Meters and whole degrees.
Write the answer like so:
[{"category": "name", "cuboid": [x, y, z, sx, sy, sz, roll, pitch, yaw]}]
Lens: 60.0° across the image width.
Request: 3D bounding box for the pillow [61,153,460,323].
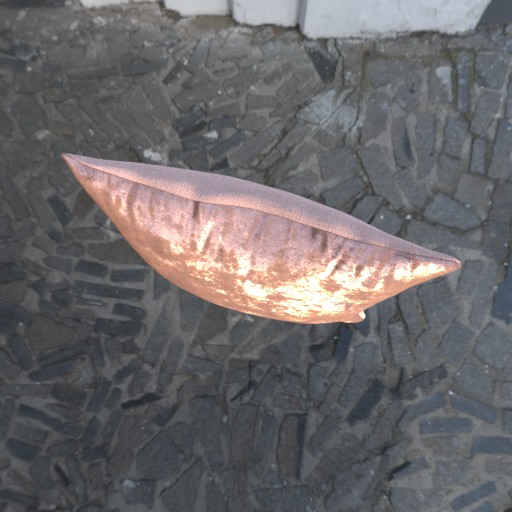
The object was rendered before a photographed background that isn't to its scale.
[{"category": "pillow", "cuboid": [0.000, 0.000, 0.716, 0.470, 0.464, 0.175, 17, 76, 4]}]
